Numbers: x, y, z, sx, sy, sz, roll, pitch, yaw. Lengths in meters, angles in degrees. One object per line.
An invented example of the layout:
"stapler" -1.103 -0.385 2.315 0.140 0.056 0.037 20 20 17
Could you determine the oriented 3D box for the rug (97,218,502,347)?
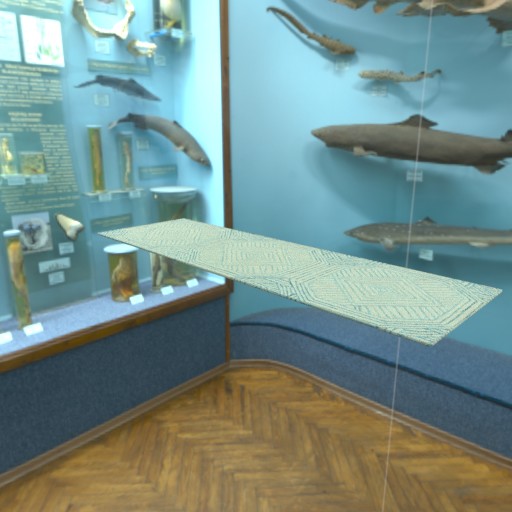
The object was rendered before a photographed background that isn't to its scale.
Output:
"rug" 0.000 0.000 2.617 2.452 0.012 0.775 15 22 42
